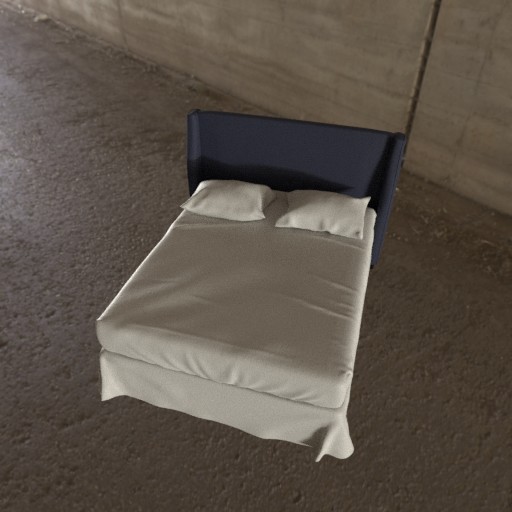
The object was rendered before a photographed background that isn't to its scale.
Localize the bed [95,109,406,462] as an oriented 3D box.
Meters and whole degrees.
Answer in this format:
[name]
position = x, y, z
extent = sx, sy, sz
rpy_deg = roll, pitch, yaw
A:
[bed]
position = 0.000, 0.000, 3.430
extent = 1.925, 1.332, 2.276
rpy_deg = 11, 40, 13
